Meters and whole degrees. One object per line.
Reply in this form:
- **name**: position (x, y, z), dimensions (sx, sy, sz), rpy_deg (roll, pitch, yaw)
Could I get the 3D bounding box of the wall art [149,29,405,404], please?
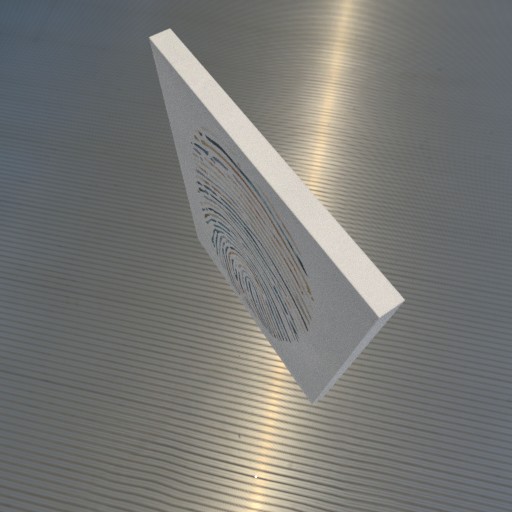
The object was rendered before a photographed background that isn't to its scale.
- **wall art**: position (0.000, 0.000, 0.821), dimensions (0.037, 0.606, 0.508), rpy_deg (-31, 67, -14)
